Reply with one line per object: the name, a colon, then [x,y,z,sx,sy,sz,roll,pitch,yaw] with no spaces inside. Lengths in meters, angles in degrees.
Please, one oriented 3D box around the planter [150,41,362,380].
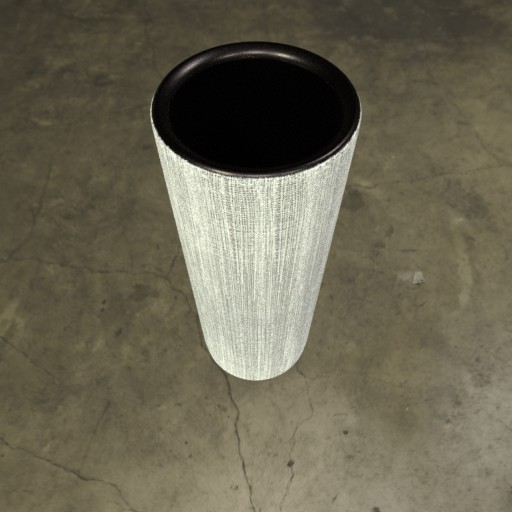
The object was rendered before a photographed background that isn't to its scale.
planter: [0.000,0.000,0.322,0.100,0.270,0.100,0,57,0]
